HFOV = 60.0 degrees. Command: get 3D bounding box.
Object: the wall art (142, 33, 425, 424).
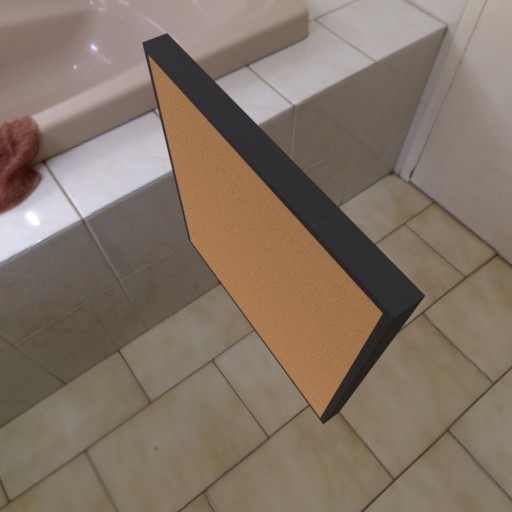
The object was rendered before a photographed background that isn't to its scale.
[{"bbox_3d":[0.000,0.000,0.740,0.040,0.509,0.509,-30,63,-17],"label":"wall art"}]
